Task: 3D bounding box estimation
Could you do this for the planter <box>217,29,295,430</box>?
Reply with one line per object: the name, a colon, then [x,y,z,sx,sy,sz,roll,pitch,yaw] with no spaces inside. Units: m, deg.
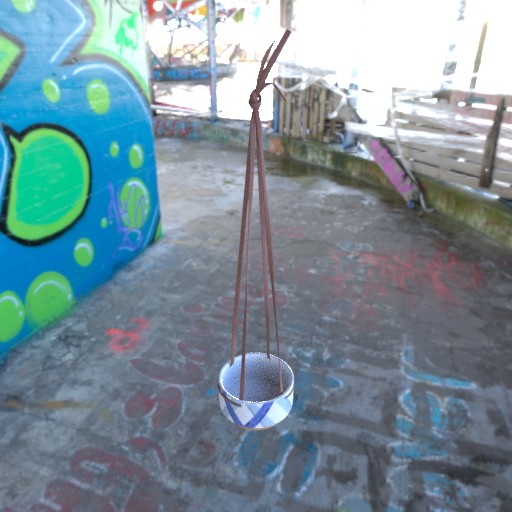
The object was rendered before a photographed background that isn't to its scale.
planter: [0.000,0.000,0.823,0.166,0.751,0.166,8,28,16]
